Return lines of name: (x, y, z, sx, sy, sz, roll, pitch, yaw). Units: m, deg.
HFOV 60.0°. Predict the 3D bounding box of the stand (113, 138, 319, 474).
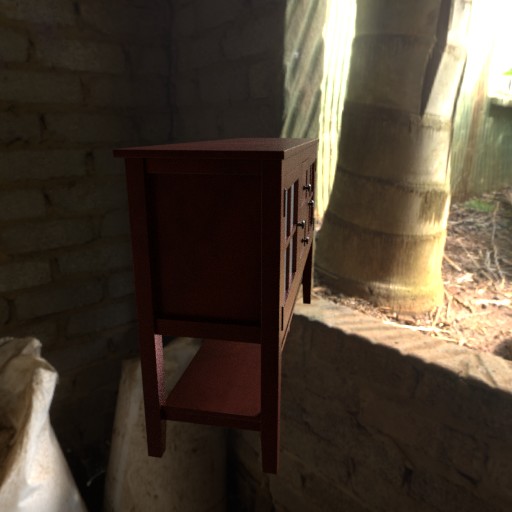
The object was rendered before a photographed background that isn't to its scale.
stand: (0.000, 0.000, 1.745, 0.410, 0.872, 1.362, 3, 16, 11)
